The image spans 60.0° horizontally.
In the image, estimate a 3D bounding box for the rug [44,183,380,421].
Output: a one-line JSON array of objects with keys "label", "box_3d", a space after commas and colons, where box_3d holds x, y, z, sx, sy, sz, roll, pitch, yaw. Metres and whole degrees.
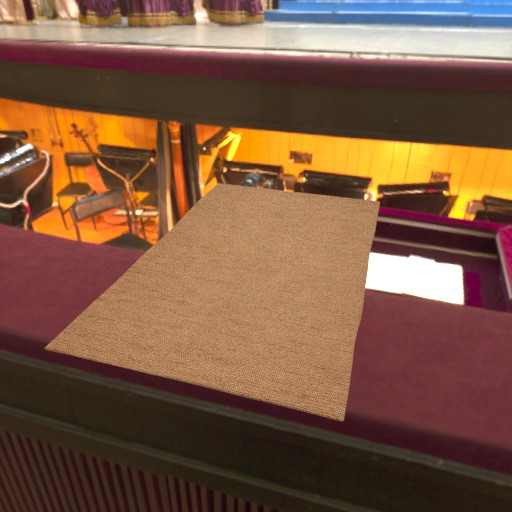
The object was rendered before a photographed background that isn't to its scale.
[{"label": "rug", "box_3d": [0.000, 0.000, 3.079, 1.533, 0.011, 2.439, 9, 31, 15]}]
